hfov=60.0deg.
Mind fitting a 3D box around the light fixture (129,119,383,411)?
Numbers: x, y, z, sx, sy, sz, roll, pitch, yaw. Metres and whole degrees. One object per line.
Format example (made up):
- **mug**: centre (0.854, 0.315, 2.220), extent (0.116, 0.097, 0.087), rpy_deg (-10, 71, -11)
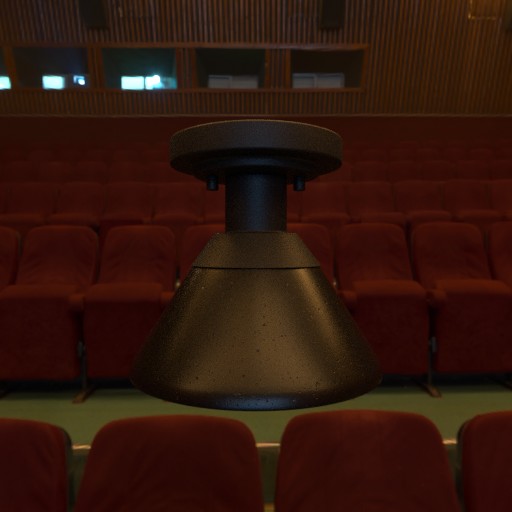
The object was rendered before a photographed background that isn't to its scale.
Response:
- **light fixture**: centre (0.000, 0.000, 0.364), extent (0.200, 0.183, 0.200), rpy_deg (0, 1, 0)
